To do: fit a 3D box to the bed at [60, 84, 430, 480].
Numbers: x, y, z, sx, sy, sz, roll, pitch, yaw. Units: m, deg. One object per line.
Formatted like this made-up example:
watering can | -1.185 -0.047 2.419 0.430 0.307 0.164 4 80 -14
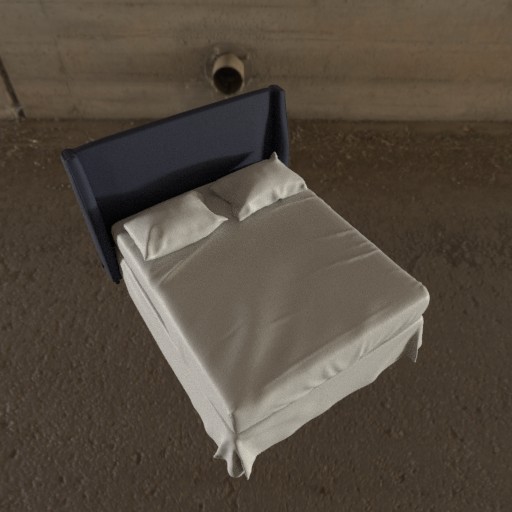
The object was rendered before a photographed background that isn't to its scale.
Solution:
bed | 0.000 0.000 3.363 1.925 1.332 2.276 -26 52 -22
